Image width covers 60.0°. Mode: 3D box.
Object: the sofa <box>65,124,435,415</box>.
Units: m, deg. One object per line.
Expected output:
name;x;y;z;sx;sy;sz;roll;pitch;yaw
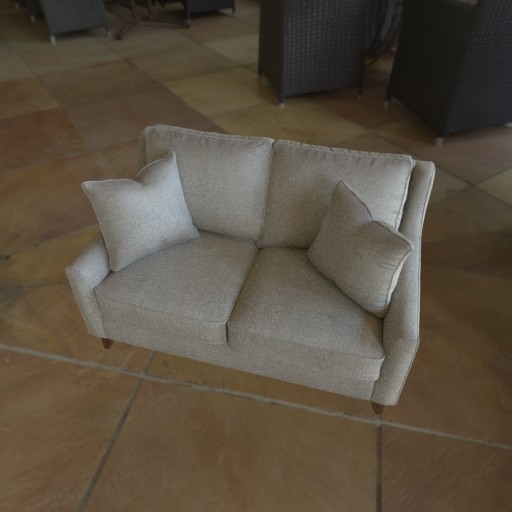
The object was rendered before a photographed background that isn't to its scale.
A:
sofa;0.000;0.000;2.015;1.422;0.863;0.915;10;42;12
